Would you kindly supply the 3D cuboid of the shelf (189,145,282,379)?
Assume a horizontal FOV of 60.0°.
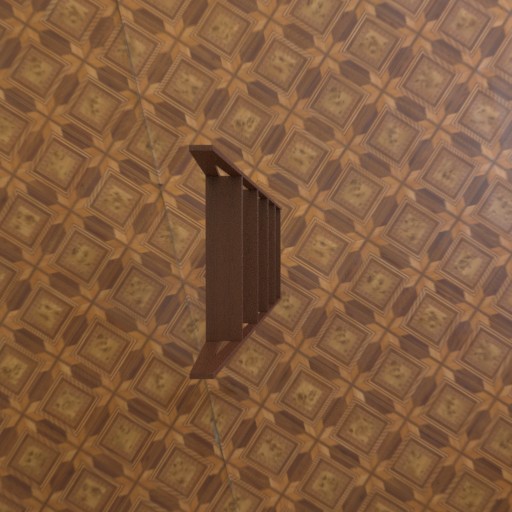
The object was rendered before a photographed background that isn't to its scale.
[{"bbox_3d":[0.000,0.000,2.008,0.350,1.770,0.600,0,91,0],"label":"shelf"}]
